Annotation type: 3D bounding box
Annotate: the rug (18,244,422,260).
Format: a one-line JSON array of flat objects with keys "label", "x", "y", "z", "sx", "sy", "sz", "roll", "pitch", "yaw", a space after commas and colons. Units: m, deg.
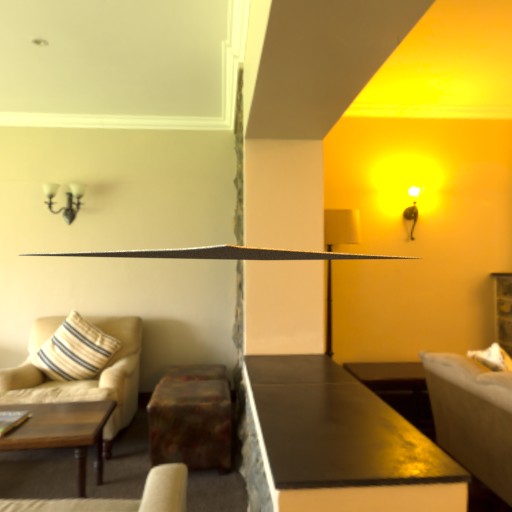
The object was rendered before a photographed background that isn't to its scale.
[{"label": "rug", "x": 0.000, "y": 0.000, "z": 3.031, "sx": 1.527, "sy": 0.021, "sz": 2.447, "roll": -1, "pitch": -2, "yaw": 36}]
